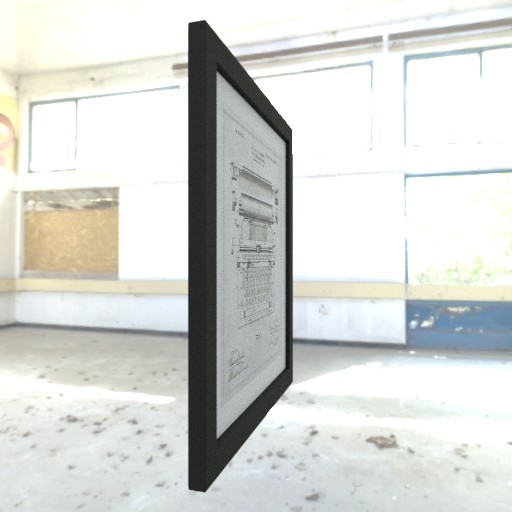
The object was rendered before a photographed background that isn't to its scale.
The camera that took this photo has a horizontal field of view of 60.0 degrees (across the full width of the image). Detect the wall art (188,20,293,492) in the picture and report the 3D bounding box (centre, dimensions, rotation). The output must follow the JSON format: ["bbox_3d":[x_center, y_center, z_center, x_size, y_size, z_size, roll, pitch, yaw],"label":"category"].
[{"bbox_3d":[0.000,0.000,0.685,0.021,0.508,0.432,0,0,17],"label":"wall art"}]
